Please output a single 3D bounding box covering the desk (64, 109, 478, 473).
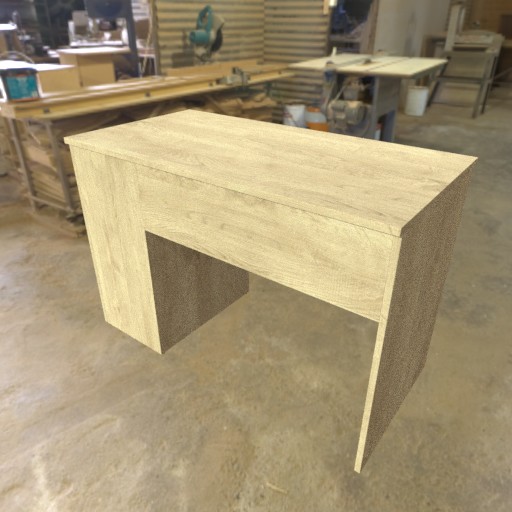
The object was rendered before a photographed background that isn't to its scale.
[{"bbox_3d":[0.000,0.000,1.481,1.097,0.735,0.560,20,35,32],"label":"desk"}]
